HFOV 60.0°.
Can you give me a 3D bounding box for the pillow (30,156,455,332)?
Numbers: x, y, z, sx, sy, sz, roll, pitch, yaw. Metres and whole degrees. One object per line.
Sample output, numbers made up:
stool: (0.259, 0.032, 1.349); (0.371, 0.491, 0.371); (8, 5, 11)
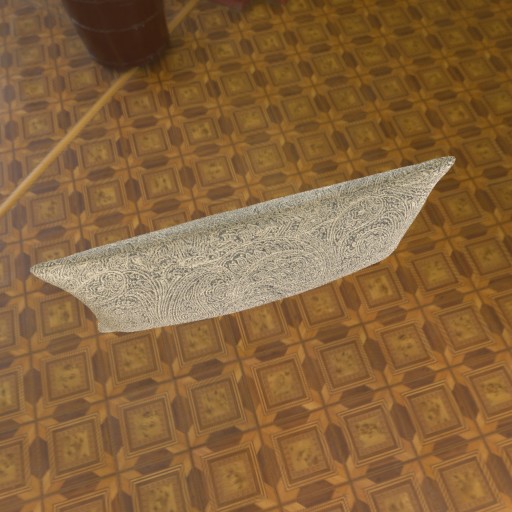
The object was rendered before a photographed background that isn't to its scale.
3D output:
pillow: (0.000, 0.000, 0.744); (0.615, 0.295, 0.151); (-15, 65, -7)
